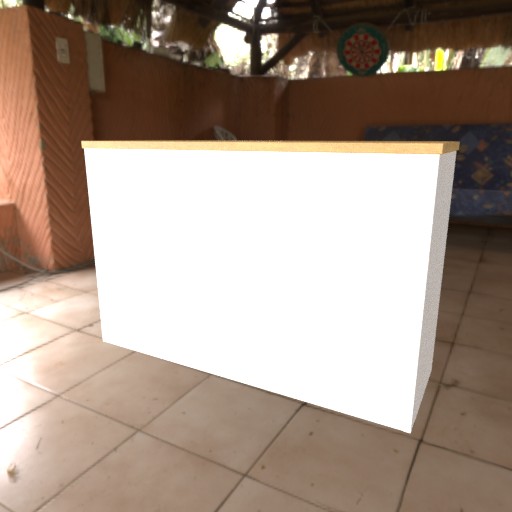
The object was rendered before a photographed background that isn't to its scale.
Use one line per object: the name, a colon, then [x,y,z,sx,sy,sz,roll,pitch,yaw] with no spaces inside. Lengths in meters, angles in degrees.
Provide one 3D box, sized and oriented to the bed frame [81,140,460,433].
bed frame: [0.000,0.000,1.695,1.300,0.850,0.430,8,17,28]
